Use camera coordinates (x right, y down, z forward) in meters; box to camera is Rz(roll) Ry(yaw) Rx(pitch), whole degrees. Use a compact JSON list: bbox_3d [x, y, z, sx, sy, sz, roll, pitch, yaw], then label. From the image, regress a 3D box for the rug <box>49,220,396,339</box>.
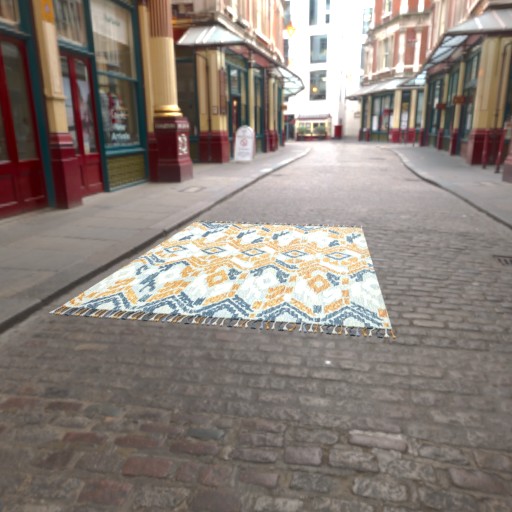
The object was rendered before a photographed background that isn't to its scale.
[{"bbox_3d":[0.000,0.000,2.382,1.230,0.008,1.827,3,16,9],"label":"rug"}]
